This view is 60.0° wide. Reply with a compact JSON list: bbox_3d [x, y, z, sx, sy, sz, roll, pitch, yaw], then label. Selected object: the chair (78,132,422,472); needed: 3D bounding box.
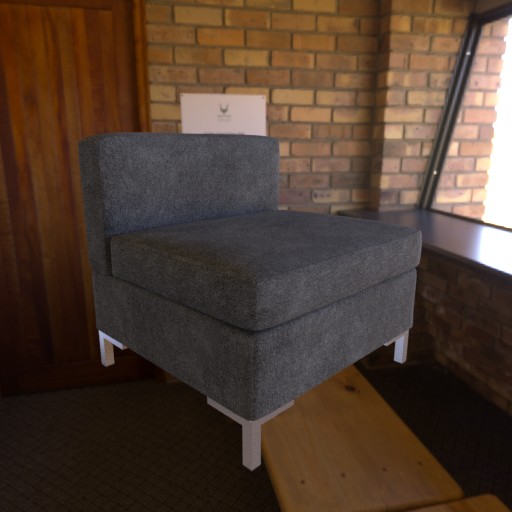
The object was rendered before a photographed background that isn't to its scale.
[{"bbox_3d":[0.000,0.000,1.223,0.680,0.660,0.680,14,20,43],"label":"chair"}]
